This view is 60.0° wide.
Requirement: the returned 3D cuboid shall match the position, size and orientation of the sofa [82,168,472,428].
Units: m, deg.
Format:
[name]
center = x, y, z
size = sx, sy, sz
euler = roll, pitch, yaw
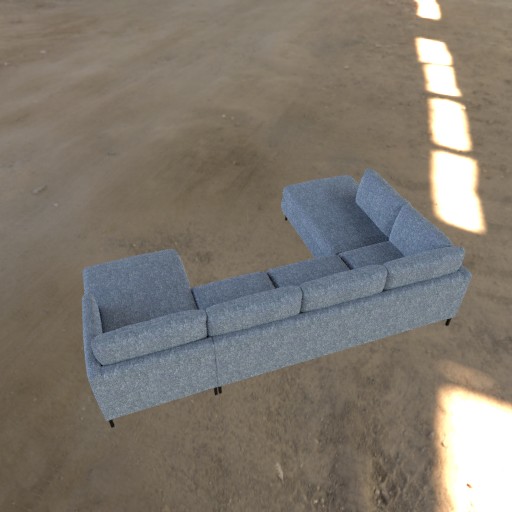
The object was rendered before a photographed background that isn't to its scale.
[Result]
[sofa]
center = 0.000, 0.000, 3.652
size = 2.737, 0.756, 1.879
euler = -13, 41, -15
